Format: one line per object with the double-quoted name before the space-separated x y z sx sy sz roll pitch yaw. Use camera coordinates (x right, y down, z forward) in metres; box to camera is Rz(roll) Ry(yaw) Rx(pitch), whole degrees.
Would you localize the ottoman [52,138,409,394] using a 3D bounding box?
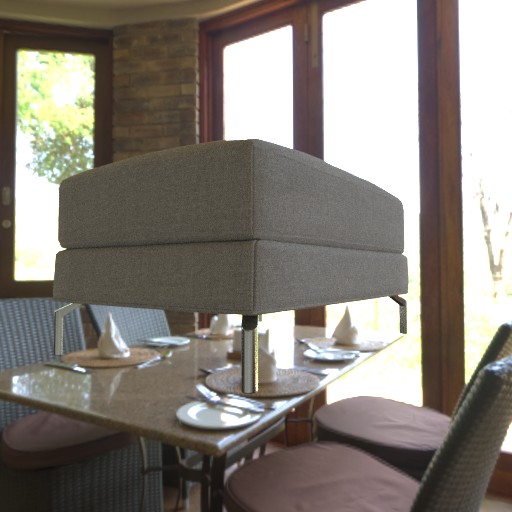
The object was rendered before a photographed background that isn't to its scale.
"ottoman" 0.000 0.000 1.177 0.584 0.457 0.838 -1 -2 35
